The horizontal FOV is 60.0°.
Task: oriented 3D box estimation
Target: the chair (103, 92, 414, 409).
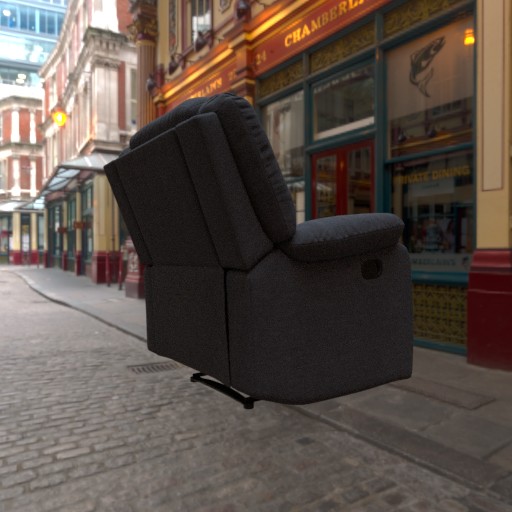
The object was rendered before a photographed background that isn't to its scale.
[{"bbox_3d":[0.000,0.000,1.723,0.944,1.008,0.899,0,0,-36],"label":"chair"}]
